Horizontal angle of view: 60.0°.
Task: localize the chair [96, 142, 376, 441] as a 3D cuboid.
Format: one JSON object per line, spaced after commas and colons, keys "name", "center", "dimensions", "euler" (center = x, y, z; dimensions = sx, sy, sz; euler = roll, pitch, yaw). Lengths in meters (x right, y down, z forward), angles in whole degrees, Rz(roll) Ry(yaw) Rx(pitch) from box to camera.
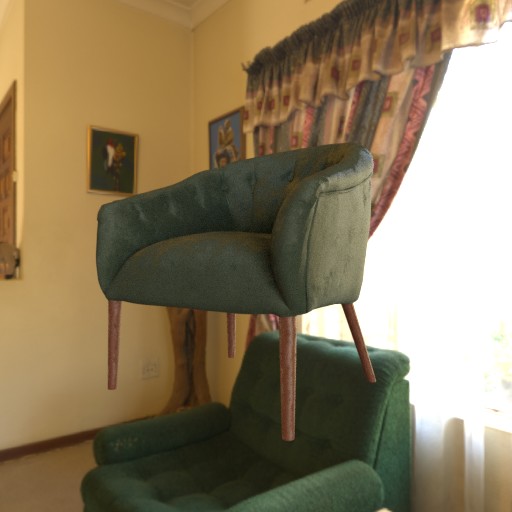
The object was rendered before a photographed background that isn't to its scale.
{"name": "chair", "center": [0.000, 0.000, 1.549], "dimensions": [0.851, 0.885, 0.776], "euler": [0, 0, 36]}
